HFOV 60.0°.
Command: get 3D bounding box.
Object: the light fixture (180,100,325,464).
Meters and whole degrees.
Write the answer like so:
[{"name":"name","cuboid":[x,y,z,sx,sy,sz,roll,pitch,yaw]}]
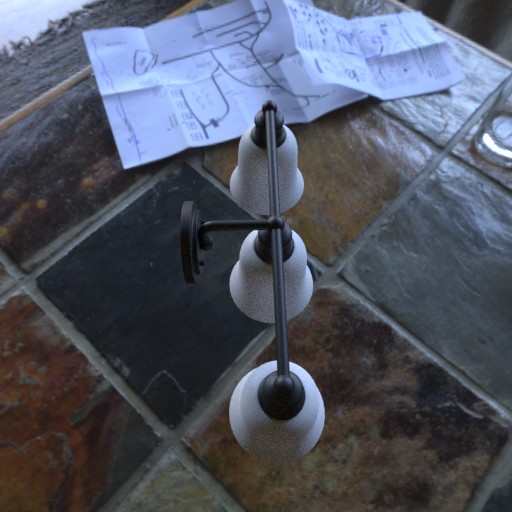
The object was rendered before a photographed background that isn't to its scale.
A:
[{"name":"light fixture","cuboid":[0.000,0.000,0.678,0.198,0.211,0.570,-1,63,-1]}]
